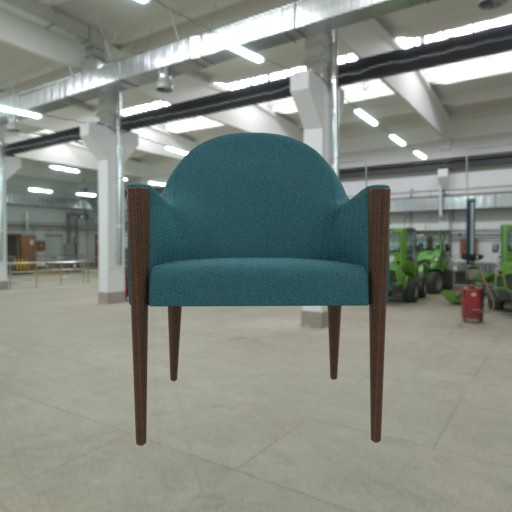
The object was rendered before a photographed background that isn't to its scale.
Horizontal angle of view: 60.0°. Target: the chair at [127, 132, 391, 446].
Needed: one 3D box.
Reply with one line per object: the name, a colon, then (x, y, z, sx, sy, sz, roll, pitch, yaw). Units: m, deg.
chair: (0.000, 0.000, 1.366, 0.656, 0.907, 0.652, 0, 1, -2)
